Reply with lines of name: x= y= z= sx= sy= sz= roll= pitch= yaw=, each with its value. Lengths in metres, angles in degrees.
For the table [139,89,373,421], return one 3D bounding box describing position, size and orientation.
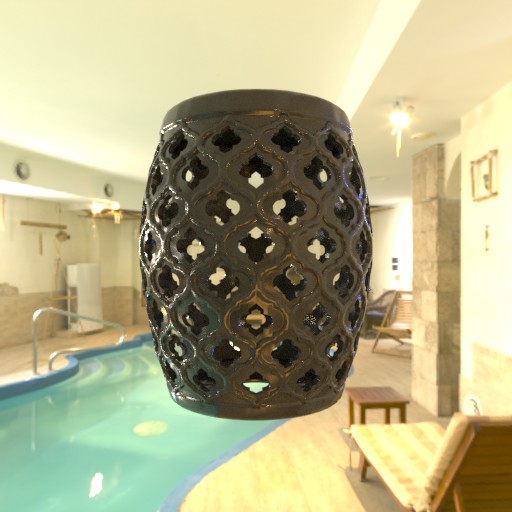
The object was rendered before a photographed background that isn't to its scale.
table: x=0.000 y=0.000 z=0.637 sx=0.325 sy=0.388 sz=0.325 roll=0 pitch=0 yaw=0
